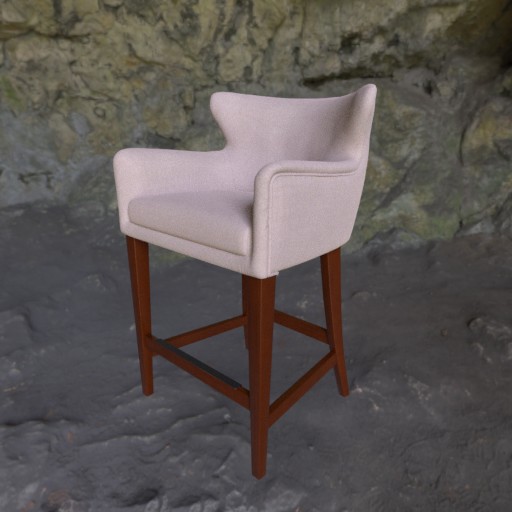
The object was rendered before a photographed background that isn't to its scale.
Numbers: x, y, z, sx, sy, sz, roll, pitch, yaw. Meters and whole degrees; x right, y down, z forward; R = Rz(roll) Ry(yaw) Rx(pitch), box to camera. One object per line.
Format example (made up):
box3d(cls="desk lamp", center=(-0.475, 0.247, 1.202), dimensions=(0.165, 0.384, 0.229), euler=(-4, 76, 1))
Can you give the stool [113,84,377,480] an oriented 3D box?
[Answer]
box3d(cls="stool", center=(0.000, 0.000, 1.329), dimensions=(0.601, 0.951, 0.570), euler=(16, 24, 41))
